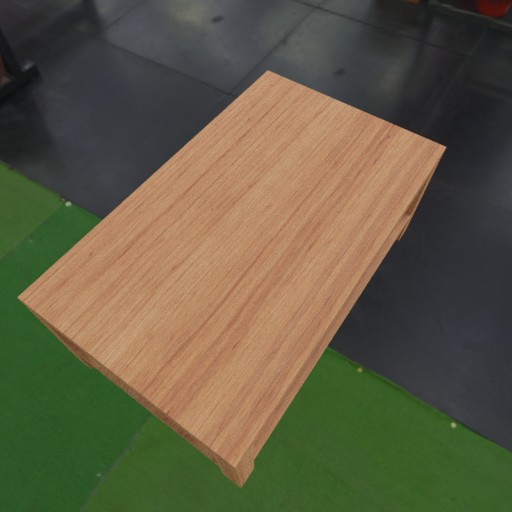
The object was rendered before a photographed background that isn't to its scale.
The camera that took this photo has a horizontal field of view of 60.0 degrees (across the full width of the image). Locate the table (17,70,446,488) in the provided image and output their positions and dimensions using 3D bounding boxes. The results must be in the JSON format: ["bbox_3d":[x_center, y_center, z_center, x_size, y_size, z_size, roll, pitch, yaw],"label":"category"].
[{"bbox_3d":[0.000,0.000,1.474,0.695,0.457,1.146,31,63,18],"label":"table"}]
